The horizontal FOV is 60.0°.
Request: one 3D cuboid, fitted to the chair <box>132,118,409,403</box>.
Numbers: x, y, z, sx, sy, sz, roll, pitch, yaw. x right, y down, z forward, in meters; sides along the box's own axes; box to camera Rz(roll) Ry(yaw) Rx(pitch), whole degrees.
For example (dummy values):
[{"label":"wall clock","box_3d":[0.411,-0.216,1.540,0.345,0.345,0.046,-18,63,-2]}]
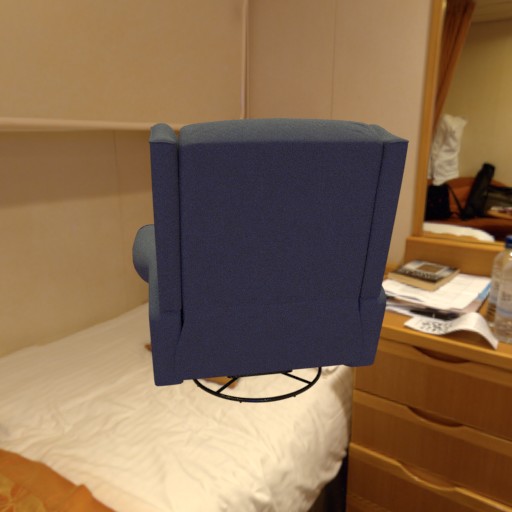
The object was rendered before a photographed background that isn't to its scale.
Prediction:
[{"label":"chair","box_3d":[0.000,0.000,1.760,0.971,1.020,0.877,-3,15,-10]}]
